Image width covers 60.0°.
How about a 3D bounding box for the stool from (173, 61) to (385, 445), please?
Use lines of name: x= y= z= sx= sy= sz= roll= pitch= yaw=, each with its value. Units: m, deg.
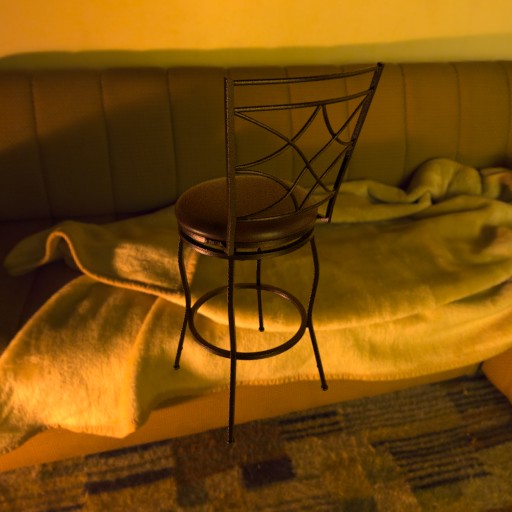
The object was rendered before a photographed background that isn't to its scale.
stool: x=0.000 y=0.000 z=1.368 sx=0.434 sy=1.117 sz=0.534 roll=-19 pitch=35 yaw=-29
